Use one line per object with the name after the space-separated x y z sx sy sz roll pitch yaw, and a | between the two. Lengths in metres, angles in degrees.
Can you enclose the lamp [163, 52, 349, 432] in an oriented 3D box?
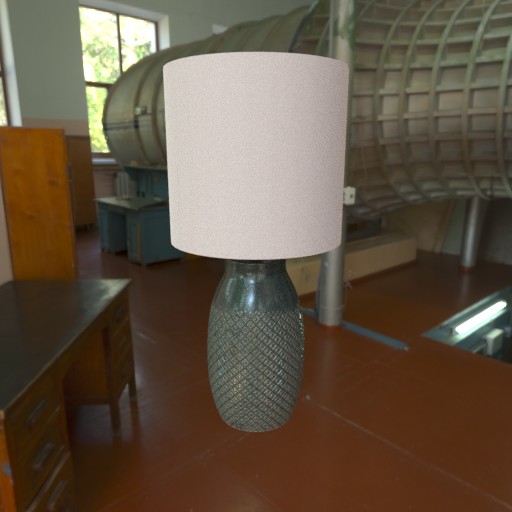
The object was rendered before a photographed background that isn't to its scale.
0.000 0.000 0.580 0.217 0.453 0.217 -2 14 -8 | lamp
